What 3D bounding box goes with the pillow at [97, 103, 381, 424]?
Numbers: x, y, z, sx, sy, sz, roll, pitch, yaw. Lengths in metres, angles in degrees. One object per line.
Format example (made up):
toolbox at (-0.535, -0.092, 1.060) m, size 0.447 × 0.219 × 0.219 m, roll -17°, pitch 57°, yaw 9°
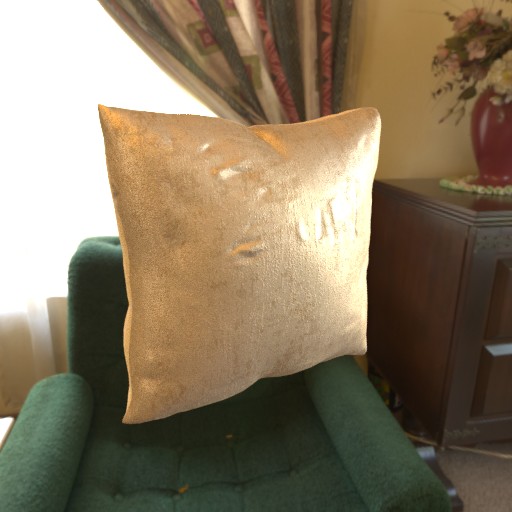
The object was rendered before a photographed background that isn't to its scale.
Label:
pillow at (0.000, 0.000, 0.694) m, size 0.450 × 0.448 × 0.245 m, roll -8°, pitch 18°, yaw -26°
